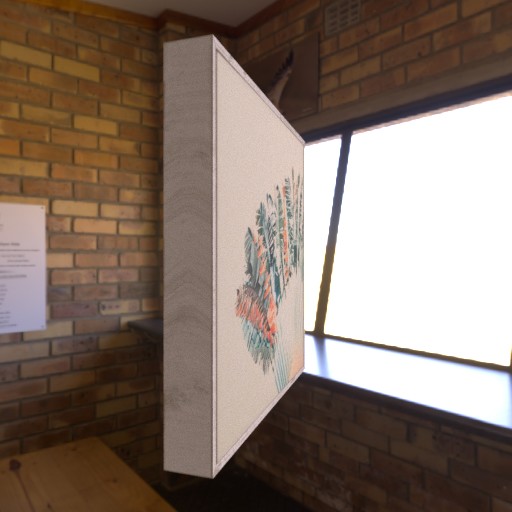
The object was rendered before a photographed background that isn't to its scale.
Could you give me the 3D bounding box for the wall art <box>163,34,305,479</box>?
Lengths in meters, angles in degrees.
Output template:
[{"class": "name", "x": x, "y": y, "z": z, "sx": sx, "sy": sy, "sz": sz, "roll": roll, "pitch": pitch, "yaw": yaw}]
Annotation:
[{"class": "wall art", "x": 0.000, "y": 0.000, "z": 0.453, "sx": 0.038, "sy": 0.303, "sz": 0.305, "roll": 0, "pitch": 0, "yaw": 18}]
